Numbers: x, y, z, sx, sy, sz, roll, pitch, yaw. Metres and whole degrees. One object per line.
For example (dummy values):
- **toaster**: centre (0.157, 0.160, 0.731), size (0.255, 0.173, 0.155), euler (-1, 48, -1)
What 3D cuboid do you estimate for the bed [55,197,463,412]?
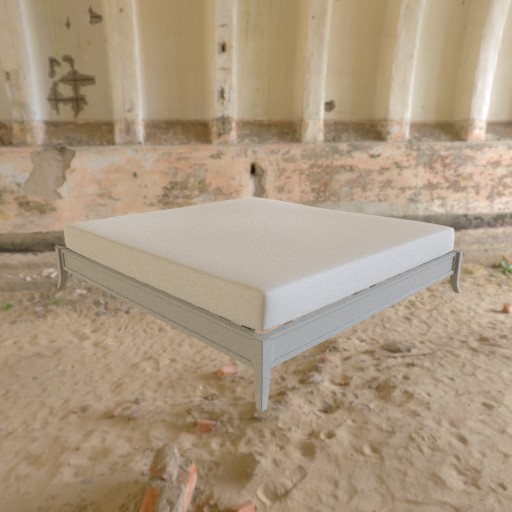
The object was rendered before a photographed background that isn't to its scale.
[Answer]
- **bed**: centre (0.000, 0.000, 3.126), size (2.007, 0.510, 2.108), euler (-15, 21, -42)
